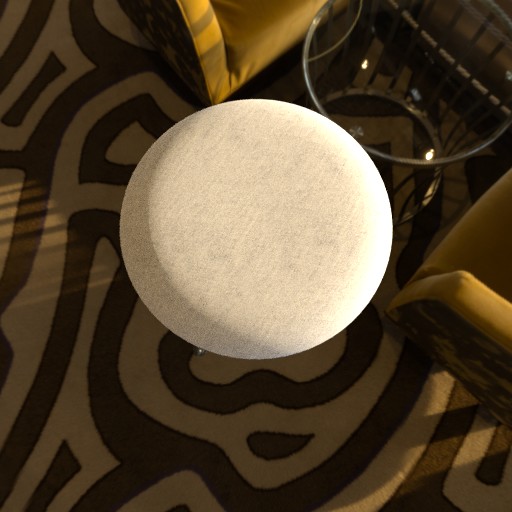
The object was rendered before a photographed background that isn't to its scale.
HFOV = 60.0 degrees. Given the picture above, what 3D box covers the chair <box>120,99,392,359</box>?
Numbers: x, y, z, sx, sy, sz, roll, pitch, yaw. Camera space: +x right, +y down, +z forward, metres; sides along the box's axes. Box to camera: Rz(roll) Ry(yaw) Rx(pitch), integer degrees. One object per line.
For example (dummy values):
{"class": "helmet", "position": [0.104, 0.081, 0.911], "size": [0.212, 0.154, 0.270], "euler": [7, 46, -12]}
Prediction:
{"class": "chair", "position": [0.000, 0.000, 0.659], "size": [0.350, 0.386, 0.350], "euler": [37, 78, 9]}
